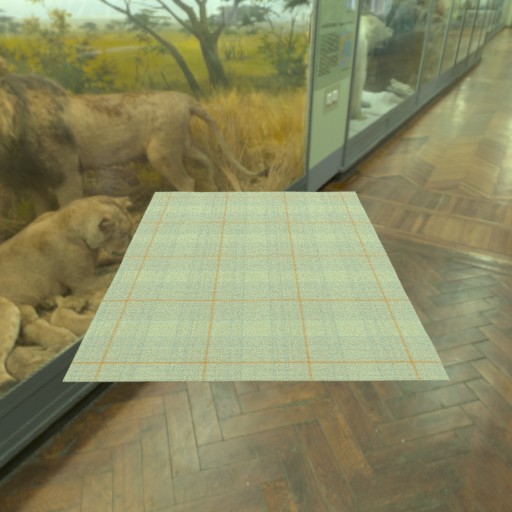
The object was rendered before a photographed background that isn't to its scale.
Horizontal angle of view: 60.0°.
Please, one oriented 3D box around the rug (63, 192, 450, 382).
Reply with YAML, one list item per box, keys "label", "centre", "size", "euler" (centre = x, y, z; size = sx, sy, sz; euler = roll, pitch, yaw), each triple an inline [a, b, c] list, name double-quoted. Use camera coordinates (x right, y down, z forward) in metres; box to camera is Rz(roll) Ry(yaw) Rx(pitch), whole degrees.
- label: "rug"
  centre: [0.000, 0.000, 4.094]
  size: [2.448, 0.021, 3.051]
  euler: [0, 31, 0]
